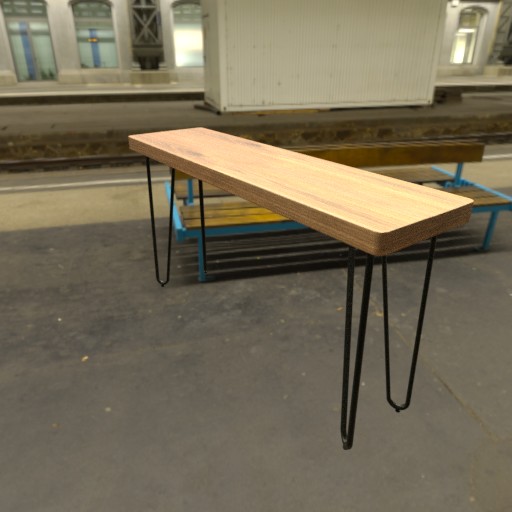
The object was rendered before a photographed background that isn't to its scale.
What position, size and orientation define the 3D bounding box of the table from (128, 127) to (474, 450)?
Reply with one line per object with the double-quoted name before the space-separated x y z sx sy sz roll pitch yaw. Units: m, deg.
"table" 0.000 0.000 1.910 0.425 0.834 1.570 -18 31 -33
